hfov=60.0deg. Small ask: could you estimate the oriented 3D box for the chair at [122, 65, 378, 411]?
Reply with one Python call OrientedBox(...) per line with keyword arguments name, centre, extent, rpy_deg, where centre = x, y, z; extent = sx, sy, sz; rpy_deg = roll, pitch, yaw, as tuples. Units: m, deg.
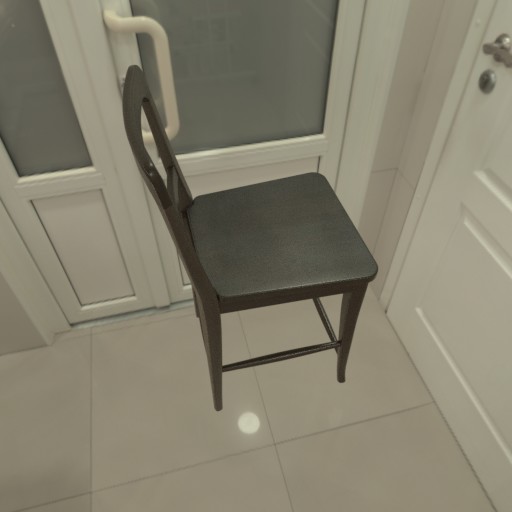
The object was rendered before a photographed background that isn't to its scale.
OrientedBox(name="chair", centre=(0.000, 0.000, 1.279), extent=(0.546, 0.991, 0.450), rpy_deg=(-11, 48, -10))
